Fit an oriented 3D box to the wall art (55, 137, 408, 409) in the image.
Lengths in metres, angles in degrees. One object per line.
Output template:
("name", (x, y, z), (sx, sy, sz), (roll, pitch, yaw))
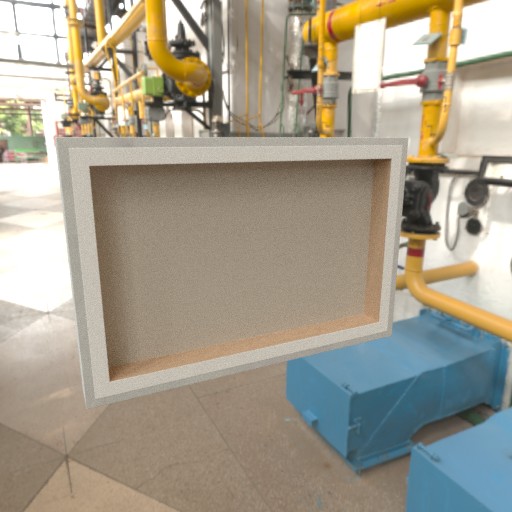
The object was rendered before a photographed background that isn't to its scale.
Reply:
("wall art", (0.000, 0.000, 0.492), (0.381, 0.254, 0.038), (-7, 16, -25))
